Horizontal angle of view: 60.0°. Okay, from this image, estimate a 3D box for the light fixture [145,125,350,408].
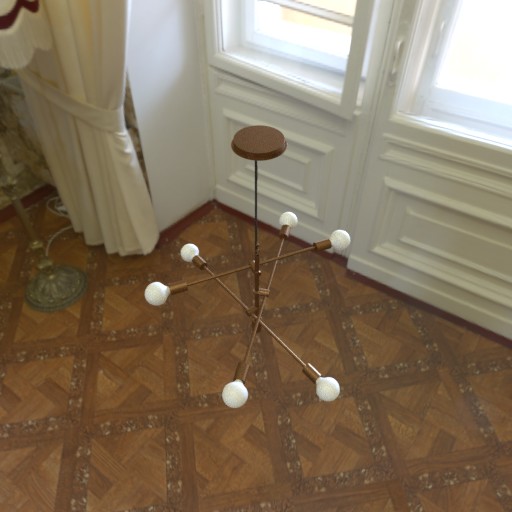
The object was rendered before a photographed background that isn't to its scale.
[{"bbox_3d":[0.000,0.000,1.228,0.637,0.744,0.682,-8,47,-8],"label":"light fixture"}]
